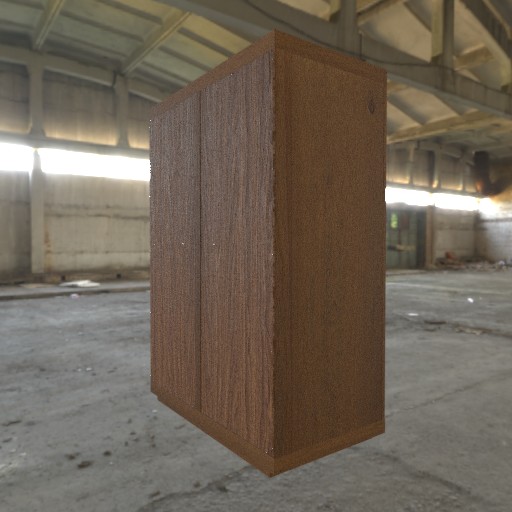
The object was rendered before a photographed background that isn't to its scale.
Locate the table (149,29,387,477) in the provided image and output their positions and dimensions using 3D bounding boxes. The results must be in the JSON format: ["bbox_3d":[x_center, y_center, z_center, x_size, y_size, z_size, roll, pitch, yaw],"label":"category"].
[{"bbox_3d":[0.000,0.000,1.772,0.524,1.294,0.901,-1,2,-36],"label":"table"}]
